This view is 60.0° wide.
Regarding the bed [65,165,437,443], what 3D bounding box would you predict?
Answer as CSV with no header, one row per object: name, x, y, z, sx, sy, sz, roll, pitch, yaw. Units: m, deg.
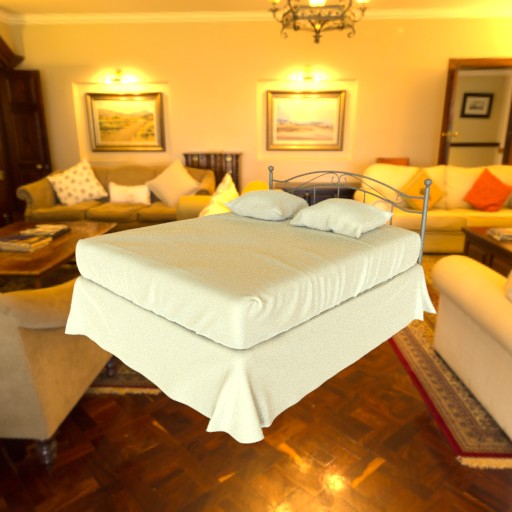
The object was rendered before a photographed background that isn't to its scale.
bed,0.000,0.000,3.265,1.936,1.080,2.215,15,22,41
